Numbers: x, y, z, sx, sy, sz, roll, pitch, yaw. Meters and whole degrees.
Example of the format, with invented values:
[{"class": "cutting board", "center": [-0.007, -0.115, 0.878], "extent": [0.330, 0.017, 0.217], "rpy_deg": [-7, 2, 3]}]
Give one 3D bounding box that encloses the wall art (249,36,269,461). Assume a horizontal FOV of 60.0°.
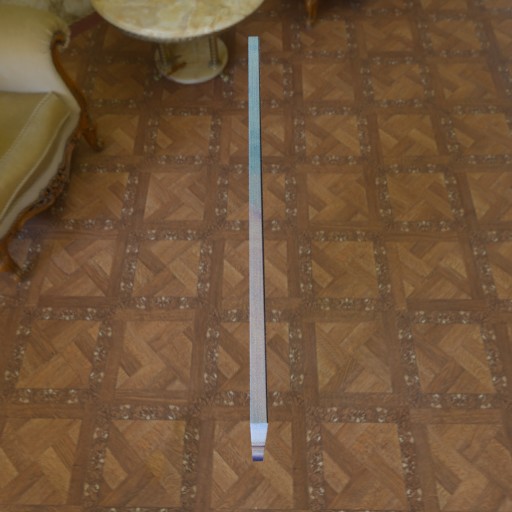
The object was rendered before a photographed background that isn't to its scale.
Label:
[{"class": "wall art", "center": [0.000, 0.000, 1.423], "extent": [0.034, 0.756, 1.137], "rpy_deg": [-1, 60, 0]}]
